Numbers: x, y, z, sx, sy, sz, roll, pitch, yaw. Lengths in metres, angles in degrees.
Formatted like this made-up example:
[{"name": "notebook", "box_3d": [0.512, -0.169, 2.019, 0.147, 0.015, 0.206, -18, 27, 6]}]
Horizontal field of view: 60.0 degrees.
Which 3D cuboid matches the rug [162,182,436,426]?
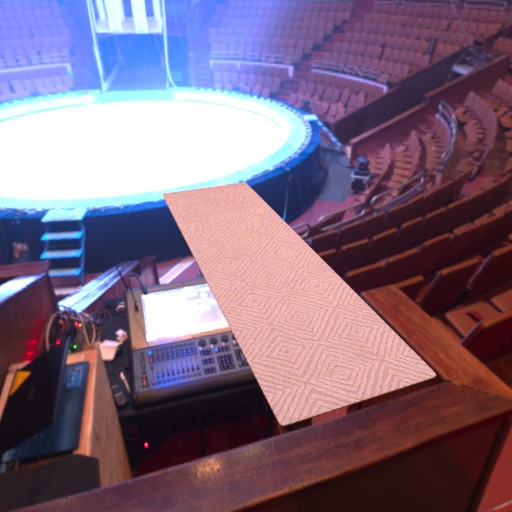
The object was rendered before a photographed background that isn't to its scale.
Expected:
[{"name": "rug", "box_3d": [0.000, 0.000, 2.569, 0.676, 0.008, 2.277, -11, 32, -18]}]
